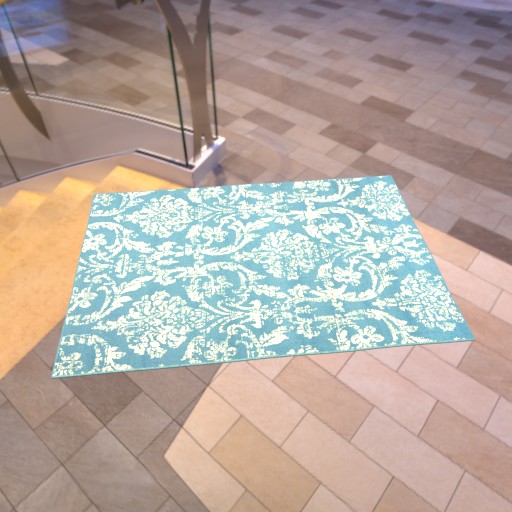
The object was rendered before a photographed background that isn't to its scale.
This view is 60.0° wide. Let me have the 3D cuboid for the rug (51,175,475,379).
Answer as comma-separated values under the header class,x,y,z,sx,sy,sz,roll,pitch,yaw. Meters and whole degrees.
class,x,y,z,sx,sy,sz,roll,pitch,yaw
rug,0.000,0.000,2.311,1.833,0.012,1.211,-4,47,-4
